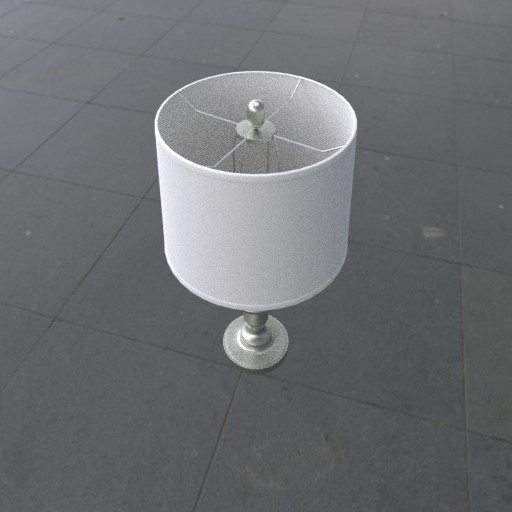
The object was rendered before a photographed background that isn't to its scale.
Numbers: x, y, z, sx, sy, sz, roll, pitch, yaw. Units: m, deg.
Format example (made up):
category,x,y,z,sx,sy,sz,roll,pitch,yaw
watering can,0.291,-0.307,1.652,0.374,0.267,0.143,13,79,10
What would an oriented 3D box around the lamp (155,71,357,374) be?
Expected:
category,x,y,z,sx,sy,sz,roll,pitch,yaw
lamp,0.000,0.000,0.982,0.383,0.733,0.383,0,47,0
